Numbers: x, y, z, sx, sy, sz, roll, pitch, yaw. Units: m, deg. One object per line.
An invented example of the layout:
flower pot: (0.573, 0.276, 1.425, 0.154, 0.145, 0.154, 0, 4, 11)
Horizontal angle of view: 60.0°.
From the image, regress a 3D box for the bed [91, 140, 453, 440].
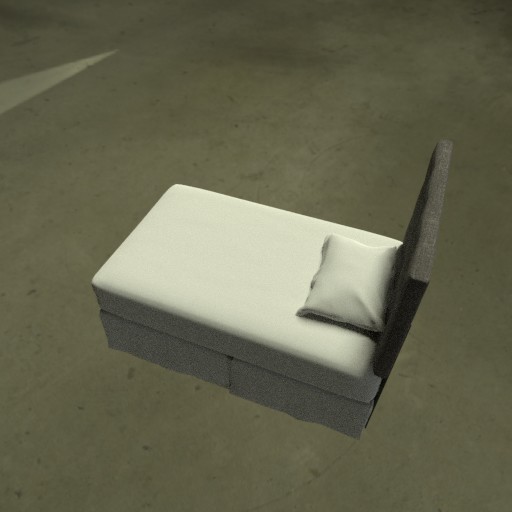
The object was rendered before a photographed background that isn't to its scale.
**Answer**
bed: (0.000, 0.000, 2.970, 1.997, 1.571, 1.261, 16, 49, 15)
